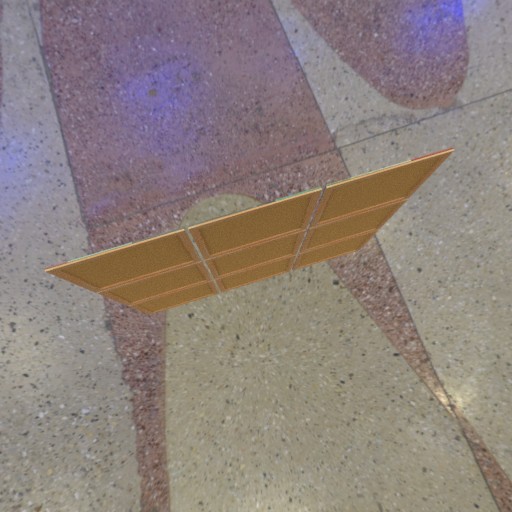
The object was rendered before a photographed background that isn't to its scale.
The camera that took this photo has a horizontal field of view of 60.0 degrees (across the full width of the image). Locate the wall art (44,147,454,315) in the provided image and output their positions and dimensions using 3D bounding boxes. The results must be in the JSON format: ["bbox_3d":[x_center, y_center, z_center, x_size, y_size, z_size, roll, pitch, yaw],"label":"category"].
[{"bbox_3d":[0.000,0.000,2.312,1.521,1.519,0.013,-17,77,-4],"label":"wall art"}]
